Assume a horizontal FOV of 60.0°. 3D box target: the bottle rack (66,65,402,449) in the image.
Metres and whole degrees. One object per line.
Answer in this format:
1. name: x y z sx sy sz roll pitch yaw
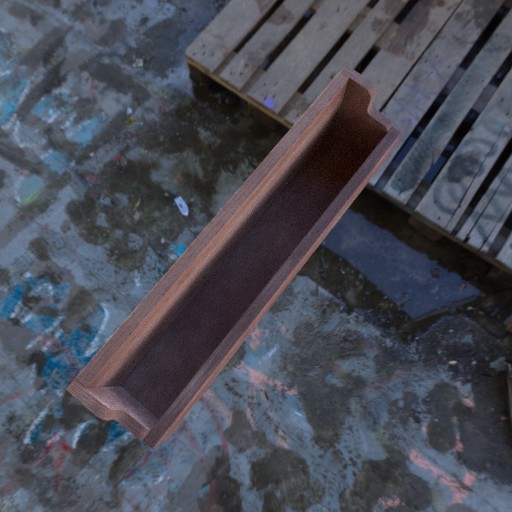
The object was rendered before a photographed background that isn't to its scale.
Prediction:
1. bottle rack: 0.000 0.000 0.701 0.126 0.196 0.608 37 78 10
